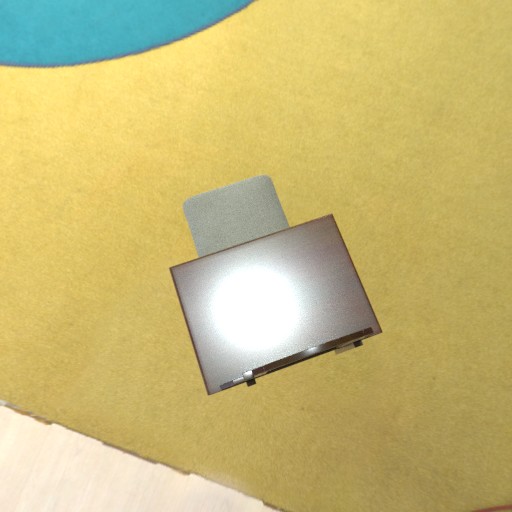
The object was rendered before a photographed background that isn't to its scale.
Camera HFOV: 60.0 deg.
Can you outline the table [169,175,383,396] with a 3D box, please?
[{"bbox_3d":[0.000,0.000,2.313,0.876,1.631,1.211,-19,75,-5],"label":"table"}]
